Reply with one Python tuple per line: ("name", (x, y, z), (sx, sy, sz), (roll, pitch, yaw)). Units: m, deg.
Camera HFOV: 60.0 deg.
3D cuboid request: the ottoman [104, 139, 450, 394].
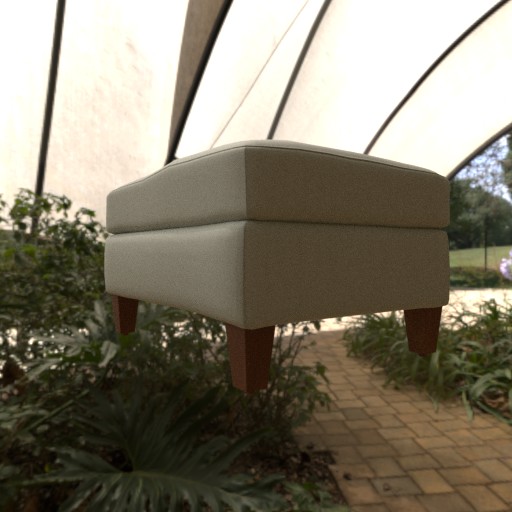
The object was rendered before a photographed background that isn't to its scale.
("ottoman", (0.000, 0.000, 1.240), (0.634, 0.496, 0.818), (0, 0, -35))
